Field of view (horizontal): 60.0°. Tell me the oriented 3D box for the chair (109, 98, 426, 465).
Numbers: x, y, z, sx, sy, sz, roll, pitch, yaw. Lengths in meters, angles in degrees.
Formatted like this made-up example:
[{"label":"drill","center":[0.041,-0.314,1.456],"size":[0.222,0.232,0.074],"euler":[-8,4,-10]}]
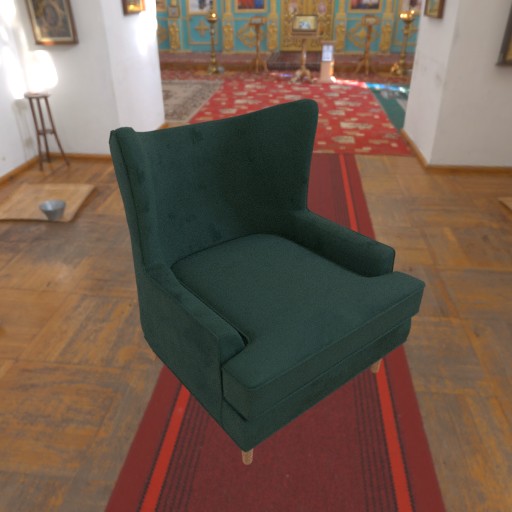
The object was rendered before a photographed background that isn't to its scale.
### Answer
[{"label":"chair","center":[0.000,0.000,1.574],"size":[0.793,0.952,0.910],"euler":[-22,36,-33]}]
